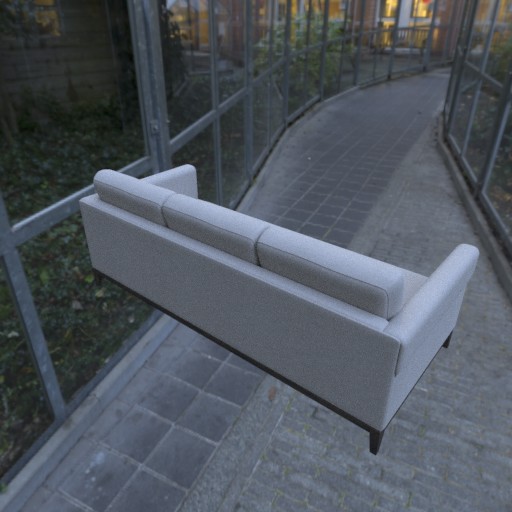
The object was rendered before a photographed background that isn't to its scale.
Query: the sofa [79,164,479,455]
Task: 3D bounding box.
[{"bbox_3d":[0.000,0.000,2.674,2.210,0.838,0.959,22,36,34],"label":"sofa"}]
